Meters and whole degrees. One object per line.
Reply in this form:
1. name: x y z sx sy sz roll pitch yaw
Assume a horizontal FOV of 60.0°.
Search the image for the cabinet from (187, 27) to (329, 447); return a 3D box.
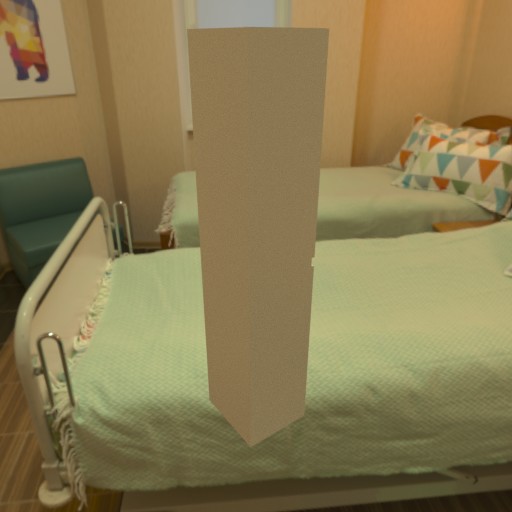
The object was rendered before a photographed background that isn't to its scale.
1. cabinet: 0.000 0.000 1.533 0.269 1.400 0.300 -18 31 -32
